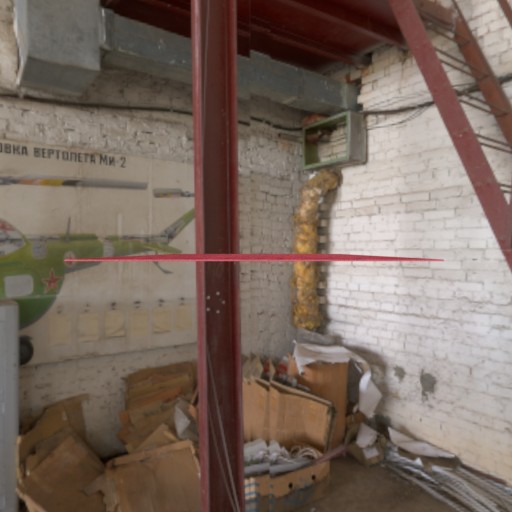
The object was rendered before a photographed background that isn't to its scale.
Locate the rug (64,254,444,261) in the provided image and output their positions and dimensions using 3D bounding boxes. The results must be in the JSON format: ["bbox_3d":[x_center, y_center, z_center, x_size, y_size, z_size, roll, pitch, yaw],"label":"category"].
[{"bbox_3d":[0.000,0.000,2.314,1.209,0.008,1.814,0,1,1],"label":"rug"}]
